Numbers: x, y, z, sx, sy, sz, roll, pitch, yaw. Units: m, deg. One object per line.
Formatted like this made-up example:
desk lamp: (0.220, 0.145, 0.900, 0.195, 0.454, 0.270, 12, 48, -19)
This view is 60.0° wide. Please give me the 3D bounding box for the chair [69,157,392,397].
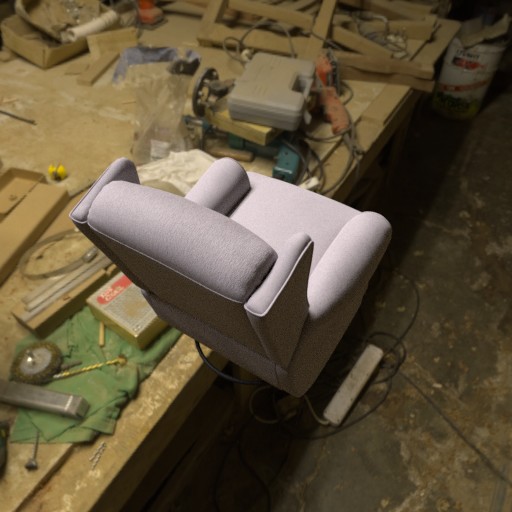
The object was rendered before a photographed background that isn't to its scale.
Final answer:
chair: (0.000, 0.000, 1.726, 0.847, 1.011, 0.969, 25, 52, 21)
